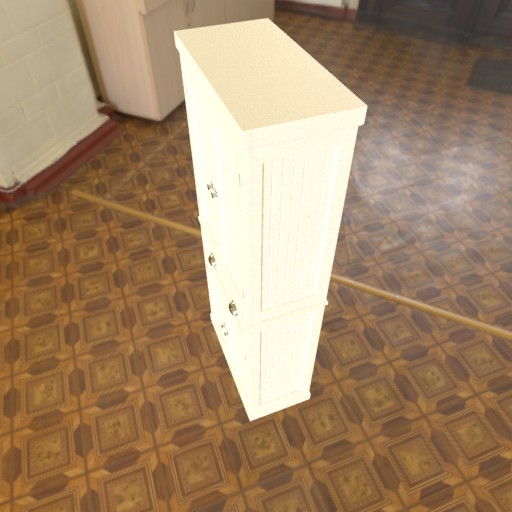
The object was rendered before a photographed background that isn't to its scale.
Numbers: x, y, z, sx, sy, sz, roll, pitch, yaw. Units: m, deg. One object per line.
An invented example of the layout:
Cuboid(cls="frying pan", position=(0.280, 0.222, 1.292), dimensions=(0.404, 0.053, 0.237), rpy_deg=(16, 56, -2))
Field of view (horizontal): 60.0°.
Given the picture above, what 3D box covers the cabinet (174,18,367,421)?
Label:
Cuboid(cls="cabinet", position=(0.000, 0.000, 2.115), dimensions=(0.390, 1.829, 0.754), rpy_deg=(-16, 48, -14))
